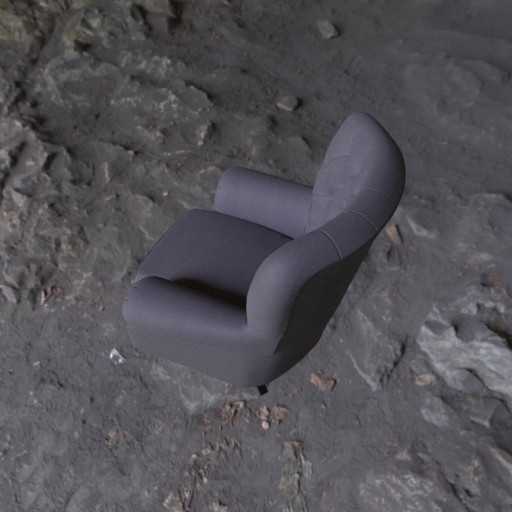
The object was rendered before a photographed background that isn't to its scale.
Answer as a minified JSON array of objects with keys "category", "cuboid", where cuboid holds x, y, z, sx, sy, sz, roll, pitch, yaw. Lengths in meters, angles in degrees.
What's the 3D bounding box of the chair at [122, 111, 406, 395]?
[{"category":"chair","cuboid":[0.000,0.000,1.852,0.983,1.046,0.983,17,49,16]}]
